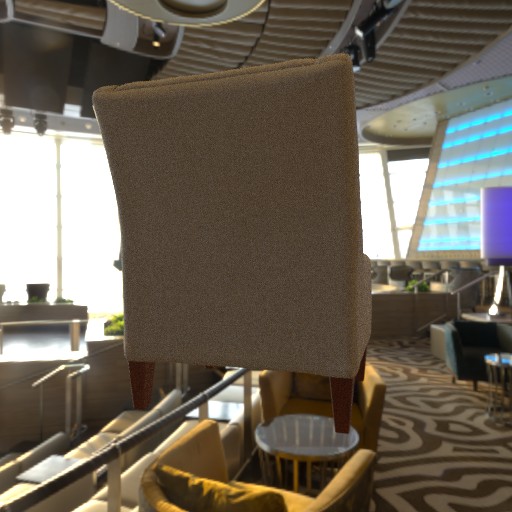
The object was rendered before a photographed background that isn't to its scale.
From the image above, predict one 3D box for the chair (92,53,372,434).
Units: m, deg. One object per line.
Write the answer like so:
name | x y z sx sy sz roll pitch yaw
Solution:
chair | 0.000 0.000 1.589 0.774 1.014 0.870 0 -1 18
